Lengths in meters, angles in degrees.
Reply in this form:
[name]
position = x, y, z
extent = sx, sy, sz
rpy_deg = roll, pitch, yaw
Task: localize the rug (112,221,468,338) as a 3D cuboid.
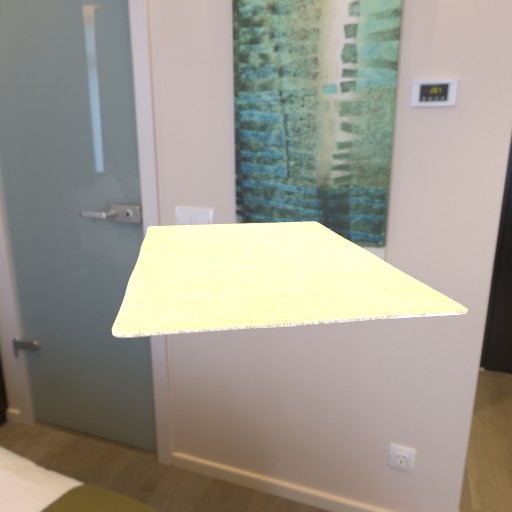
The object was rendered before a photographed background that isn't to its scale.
[rug]
position = 0.000, 0.000, 3.436
extent = 1.798, 0.025, 2.698
rpy_deg = -2, 15, -9
